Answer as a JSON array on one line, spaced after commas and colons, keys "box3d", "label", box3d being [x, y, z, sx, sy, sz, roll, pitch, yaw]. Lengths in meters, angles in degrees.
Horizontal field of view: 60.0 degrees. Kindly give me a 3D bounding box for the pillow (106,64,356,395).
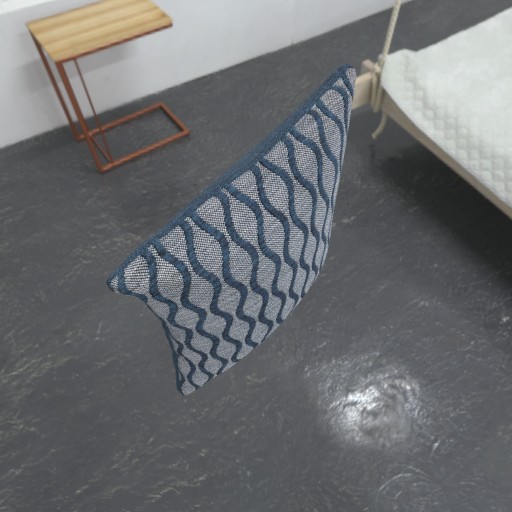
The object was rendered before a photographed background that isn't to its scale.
[{"box3d": [0.000, 0.000, 0.690, 0.159, 0.435, 0.435, 33, 64, 19], "label": "pillow"}]
